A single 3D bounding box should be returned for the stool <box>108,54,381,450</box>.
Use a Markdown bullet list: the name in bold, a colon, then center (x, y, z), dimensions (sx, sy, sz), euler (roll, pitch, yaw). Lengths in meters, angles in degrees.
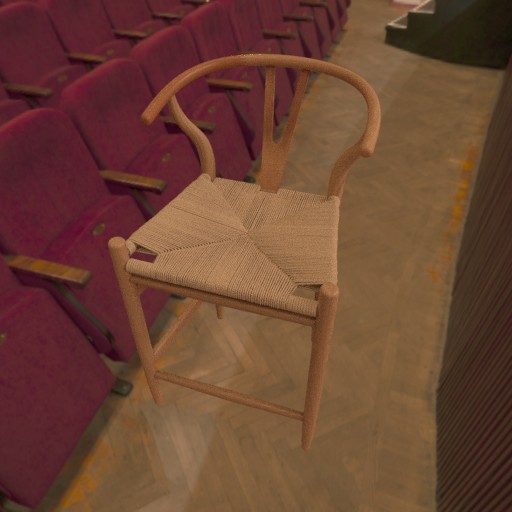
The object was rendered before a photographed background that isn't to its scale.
- **stool**: center (0.000, 0.000, 1.254), dimensions (0.536, 0.923, 0.575), euler (12, 42, 13)
